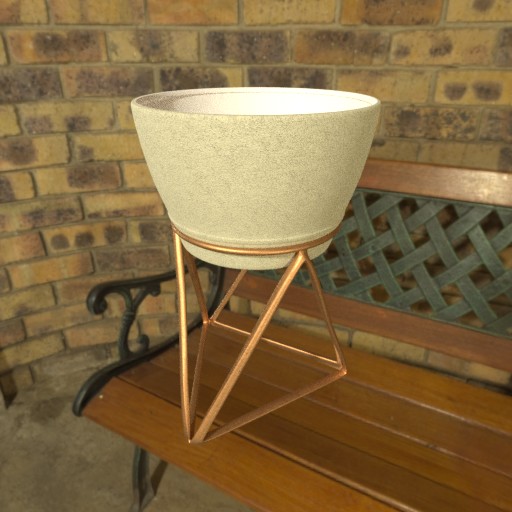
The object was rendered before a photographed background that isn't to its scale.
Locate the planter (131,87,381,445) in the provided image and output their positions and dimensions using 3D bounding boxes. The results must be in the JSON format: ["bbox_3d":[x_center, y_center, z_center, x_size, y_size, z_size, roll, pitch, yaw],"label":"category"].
[{"bbox_3d":[0.000,0.000,0.746,0.350,0.504,0.350,-1,26,-1],"label":"planter"}]
